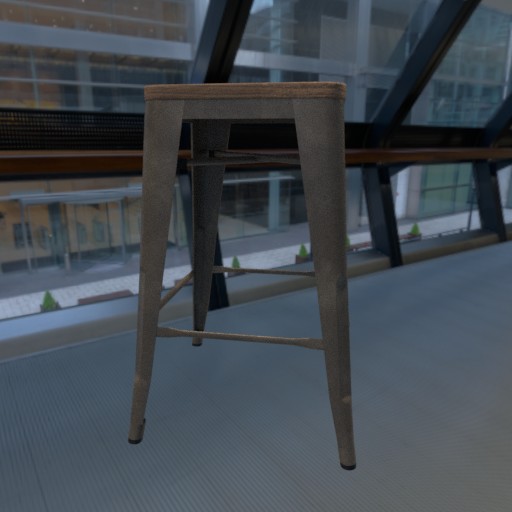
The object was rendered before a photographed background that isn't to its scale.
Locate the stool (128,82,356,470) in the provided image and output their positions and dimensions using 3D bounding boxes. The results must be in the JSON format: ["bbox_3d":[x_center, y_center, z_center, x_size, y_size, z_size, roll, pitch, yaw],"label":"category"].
[{"bbox_3d":[0.000,0.000,0.876,0.407,0.607,0.407,3,16,9],"label":"stool"}]
